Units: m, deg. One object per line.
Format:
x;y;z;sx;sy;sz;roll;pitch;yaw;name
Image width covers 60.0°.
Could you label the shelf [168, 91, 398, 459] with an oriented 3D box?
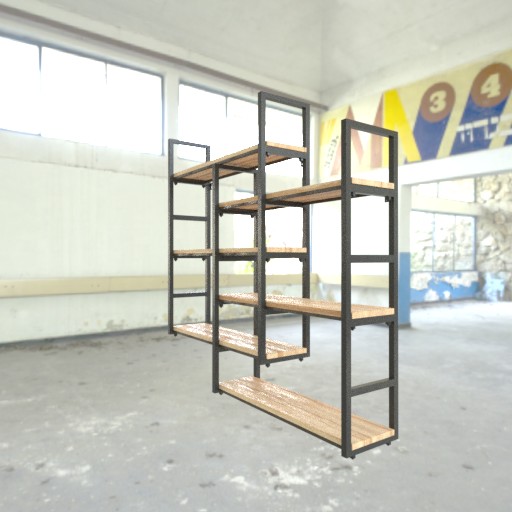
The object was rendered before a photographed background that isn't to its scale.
0.000;0.000;1.415;0.183;0.921;0.946;0;0;-35;shelf
